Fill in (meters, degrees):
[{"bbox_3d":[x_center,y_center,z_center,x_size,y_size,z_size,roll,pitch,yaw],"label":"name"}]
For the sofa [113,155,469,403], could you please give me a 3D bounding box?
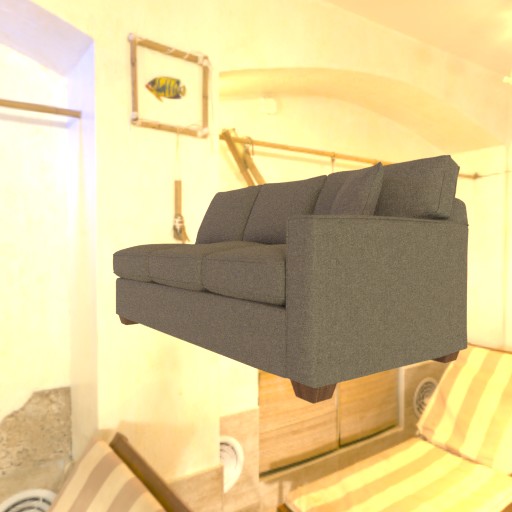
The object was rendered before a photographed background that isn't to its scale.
[{"bbox_3d":[0.000,0.000,2.525,1.034,0.946,1.963,-1,2,-37],"label":"sofa"}]
